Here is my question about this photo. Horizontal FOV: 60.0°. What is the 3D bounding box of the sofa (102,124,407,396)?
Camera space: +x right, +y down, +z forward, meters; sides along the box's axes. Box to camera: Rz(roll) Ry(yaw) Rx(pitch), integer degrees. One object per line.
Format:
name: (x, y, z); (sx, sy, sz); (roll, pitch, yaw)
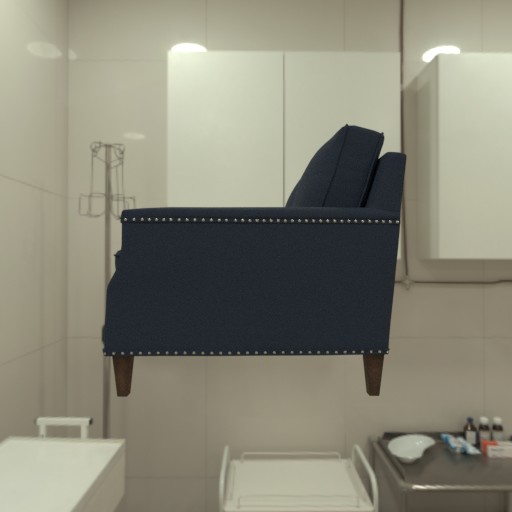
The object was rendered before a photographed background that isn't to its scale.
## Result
sofa: (0.000, 0.000, 2.305); (1.084, 1.003, 1.597); (0, -1, -1)
